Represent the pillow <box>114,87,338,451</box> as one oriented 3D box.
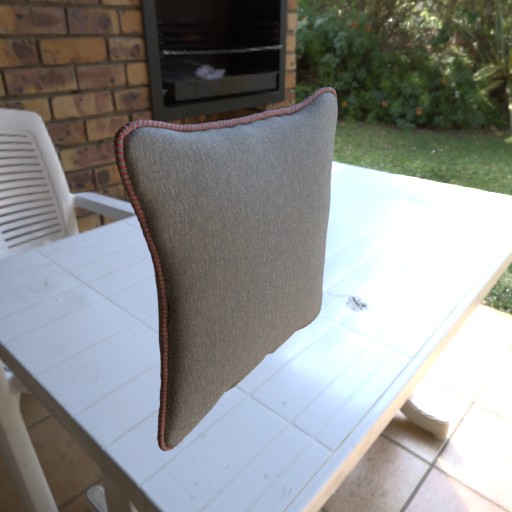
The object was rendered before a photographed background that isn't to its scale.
[{"bbox_3d":[0.000,0.000,0.728,0.124,0.491,0.482,19,32,32],"label":"pillow"}]
